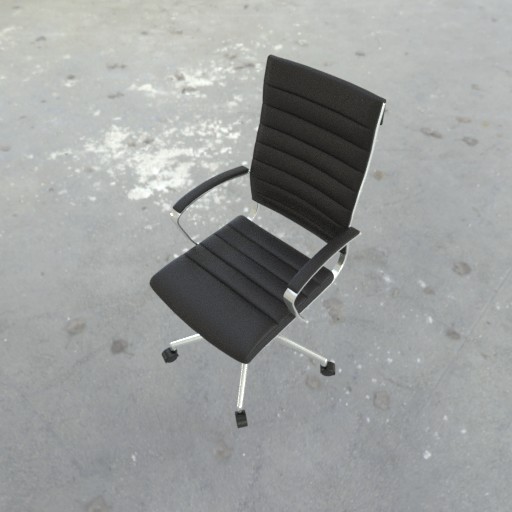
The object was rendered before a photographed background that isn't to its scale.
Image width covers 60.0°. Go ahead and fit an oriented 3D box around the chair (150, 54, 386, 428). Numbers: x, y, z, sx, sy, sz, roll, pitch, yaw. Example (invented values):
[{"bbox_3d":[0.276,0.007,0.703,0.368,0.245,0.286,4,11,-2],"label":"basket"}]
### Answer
[{"bbox_3d":[0.000,0.000,1.633,0.766,1.149,0.739,34,56,27],"label":"chair"}]
